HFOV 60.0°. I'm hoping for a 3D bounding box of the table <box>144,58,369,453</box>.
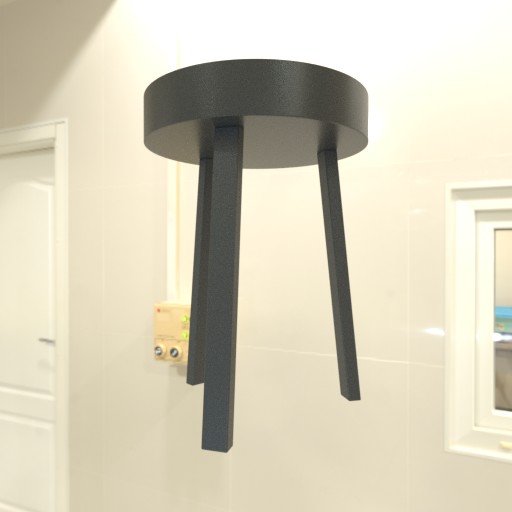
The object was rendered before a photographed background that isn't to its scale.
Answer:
[{"bbox_3d":[0.000,0.000,0.828,0.406,0.559,0.406,0,1,0],"label":"table"}]
